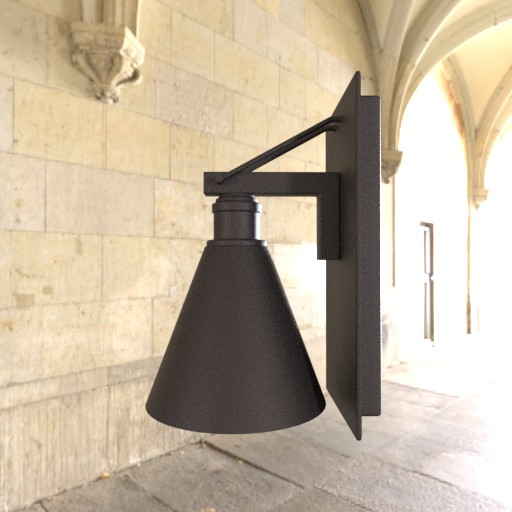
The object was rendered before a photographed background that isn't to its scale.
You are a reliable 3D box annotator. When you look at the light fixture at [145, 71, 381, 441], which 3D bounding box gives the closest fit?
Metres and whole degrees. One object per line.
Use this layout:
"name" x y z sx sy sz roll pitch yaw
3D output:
"light fixture" 0.000 0.000 0.427 0.207 0.298 0.170 0 -1 -1
